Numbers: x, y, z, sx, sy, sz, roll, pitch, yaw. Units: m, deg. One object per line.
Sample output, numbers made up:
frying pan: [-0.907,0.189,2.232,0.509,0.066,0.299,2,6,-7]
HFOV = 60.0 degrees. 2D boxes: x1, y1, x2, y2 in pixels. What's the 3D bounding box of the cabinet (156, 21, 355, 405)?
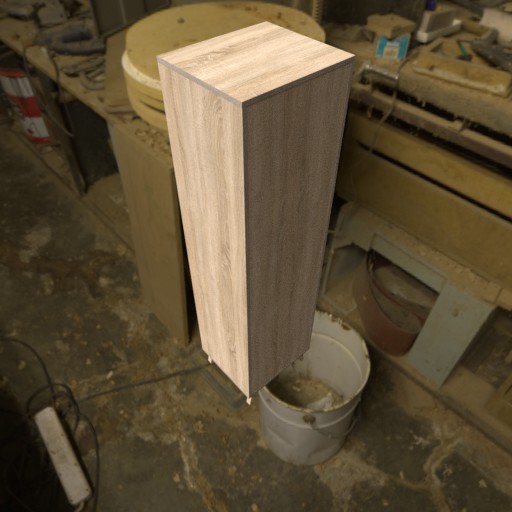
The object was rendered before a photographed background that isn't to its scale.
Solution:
cabinet: [0.000,0.000,2.215,0.510,1.960,0.450,-32,54,-28]
